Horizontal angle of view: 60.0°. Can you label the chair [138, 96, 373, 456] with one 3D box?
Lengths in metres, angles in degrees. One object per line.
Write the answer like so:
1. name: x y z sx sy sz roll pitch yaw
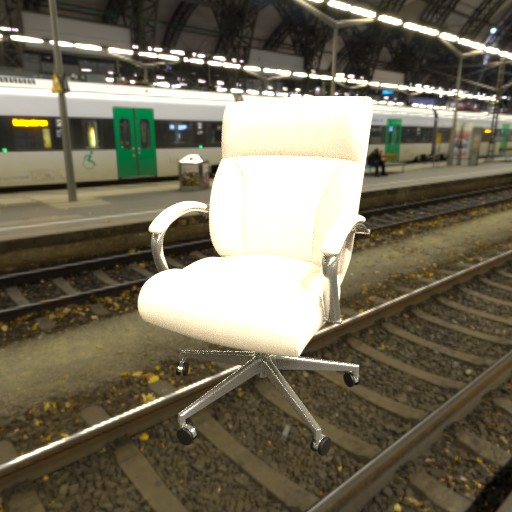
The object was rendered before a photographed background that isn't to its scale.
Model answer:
1. chair: 0.000 0.000 1.570 0.727 1.099 0.745 8 17 27
